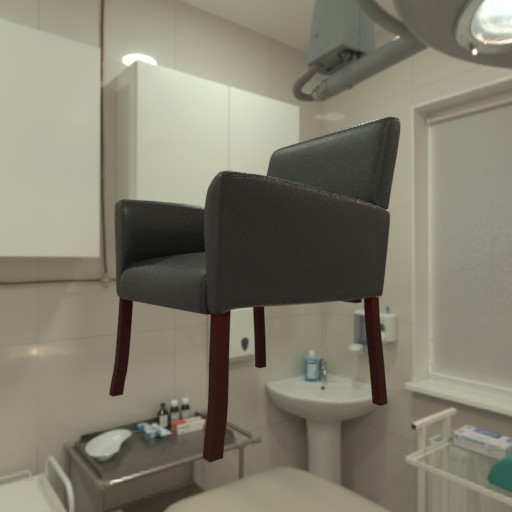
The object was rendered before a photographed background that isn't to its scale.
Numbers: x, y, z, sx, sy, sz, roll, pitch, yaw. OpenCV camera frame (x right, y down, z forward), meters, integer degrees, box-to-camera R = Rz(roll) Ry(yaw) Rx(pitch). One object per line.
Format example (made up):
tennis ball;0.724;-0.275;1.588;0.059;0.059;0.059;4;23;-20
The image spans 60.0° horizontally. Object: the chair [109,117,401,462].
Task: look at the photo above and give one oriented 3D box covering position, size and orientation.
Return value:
chair;0.000;0.000;1.507;0.772;0.951;0.683;0;-1;-38
